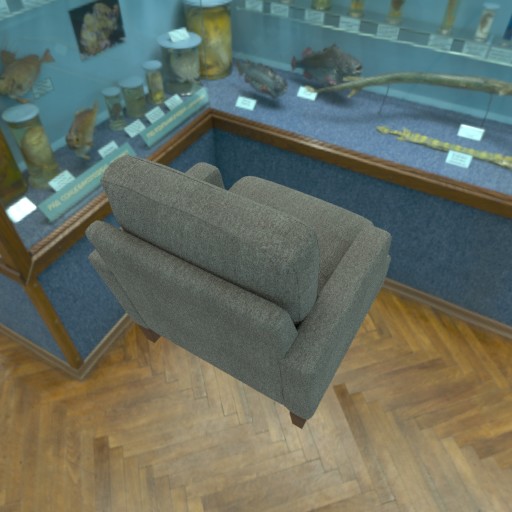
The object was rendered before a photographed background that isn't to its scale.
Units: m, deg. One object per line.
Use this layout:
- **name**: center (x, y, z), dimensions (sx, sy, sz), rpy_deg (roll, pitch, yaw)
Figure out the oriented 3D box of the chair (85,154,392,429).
- **chair**: center (0.000, 0.000, 1.679), dimensions (0.855, 0.993, 0.897), rpy_deg (24, 51, 21)
